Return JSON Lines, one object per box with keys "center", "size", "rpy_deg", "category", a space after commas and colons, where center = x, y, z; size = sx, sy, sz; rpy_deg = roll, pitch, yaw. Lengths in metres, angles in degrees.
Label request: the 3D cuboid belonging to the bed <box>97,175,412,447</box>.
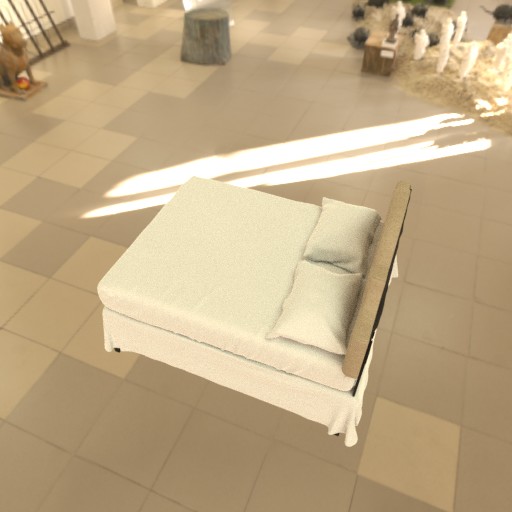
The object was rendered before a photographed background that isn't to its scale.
{"center": [0.000, 0.000, 3.480], "size": [2.222, 1.634, 1.780], "rpy_deg": [16, 48, 15], "category": "bed"}
